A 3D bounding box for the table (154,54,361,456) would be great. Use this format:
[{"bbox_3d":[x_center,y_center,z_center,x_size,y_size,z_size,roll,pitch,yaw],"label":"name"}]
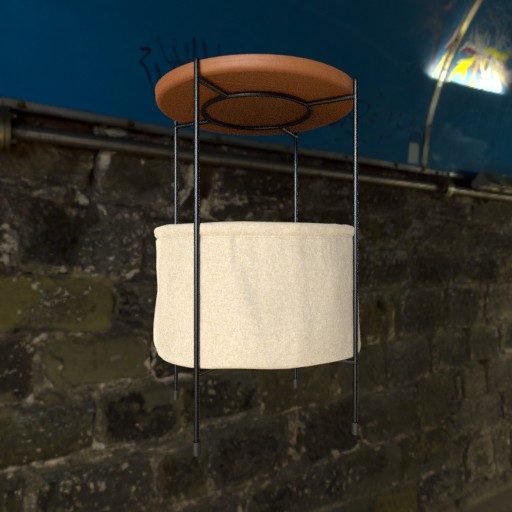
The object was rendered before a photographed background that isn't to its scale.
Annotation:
[{"bbox_3d":[0.000,0.000,0.870,0.393,0.623,0.393,0,0,-17],"label":"table"}]
